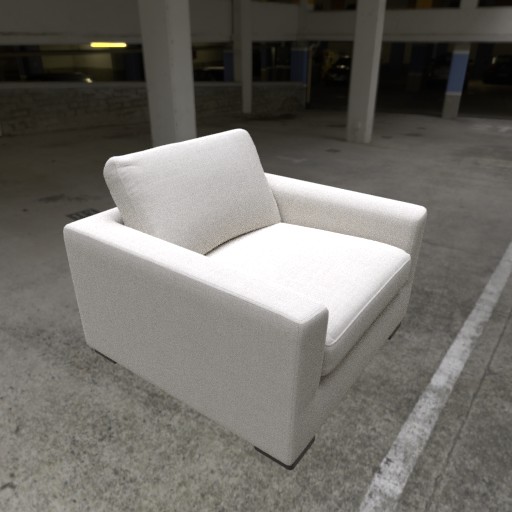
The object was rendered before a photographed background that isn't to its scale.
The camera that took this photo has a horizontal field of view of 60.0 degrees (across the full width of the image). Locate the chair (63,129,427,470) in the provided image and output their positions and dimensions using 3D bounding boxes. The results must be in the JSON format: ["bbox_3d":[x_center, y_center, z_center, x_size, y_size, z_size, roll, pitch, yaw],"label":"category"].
[{"bbox_3d":[0.000,0.000,1.888,1.100,0.876,1.070,18,32,32],"label":"chair"}]
